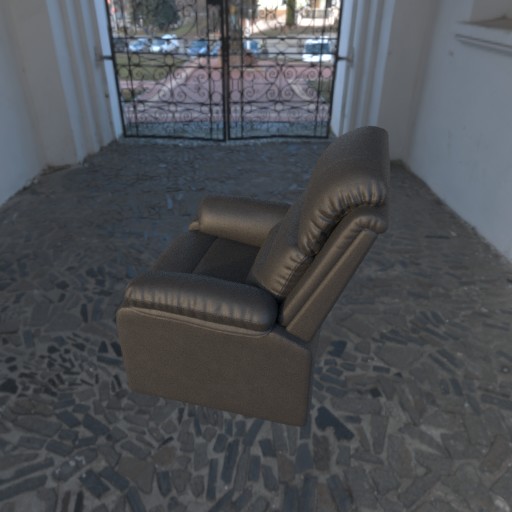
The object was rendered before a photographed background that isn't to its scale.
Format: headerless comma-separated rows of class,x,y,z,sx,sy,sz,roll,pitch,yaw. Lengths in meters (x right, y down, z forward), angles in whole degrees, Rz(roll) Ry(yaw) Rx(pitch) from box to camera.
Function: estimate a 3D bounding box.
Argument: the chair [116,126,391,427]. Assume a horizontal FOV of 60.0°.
chair,0.000,0.000,1.751,0.919,0.992,0.855,7,32,12
